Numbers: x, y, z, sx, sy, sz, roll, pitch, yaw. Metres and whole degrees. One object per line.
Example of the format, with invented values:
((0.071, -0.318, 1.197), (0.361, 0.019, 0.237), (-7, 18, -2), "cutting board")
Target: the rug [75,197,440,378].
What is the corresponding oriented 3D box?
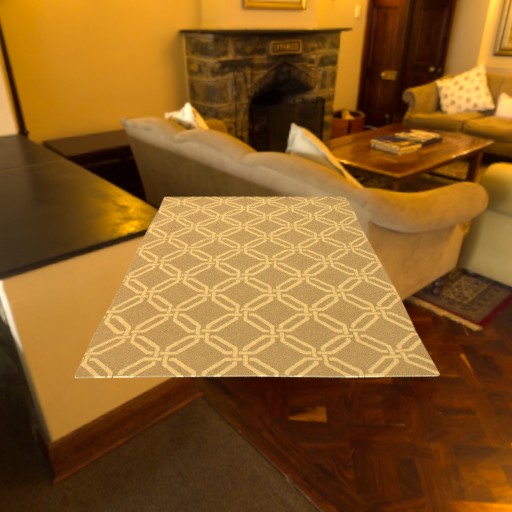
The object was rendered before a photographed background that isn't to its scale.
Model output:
((0.000, 0.000, 2.765), (1.524, 0.013, 2.135), (0, 28, 0), "rug")
